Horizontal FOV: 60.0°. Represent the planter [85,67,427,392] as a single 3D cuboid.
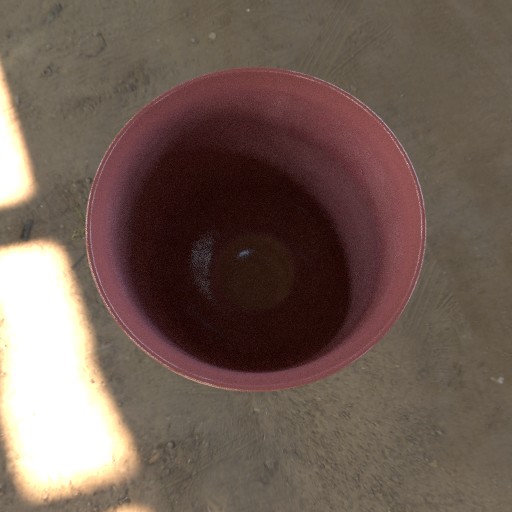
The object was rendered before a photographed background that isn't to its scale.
[{"bbox_3d":[0.000,0.000,0.475,0.266,0.270,0.266,0,76,0],"label":"planter"}]
